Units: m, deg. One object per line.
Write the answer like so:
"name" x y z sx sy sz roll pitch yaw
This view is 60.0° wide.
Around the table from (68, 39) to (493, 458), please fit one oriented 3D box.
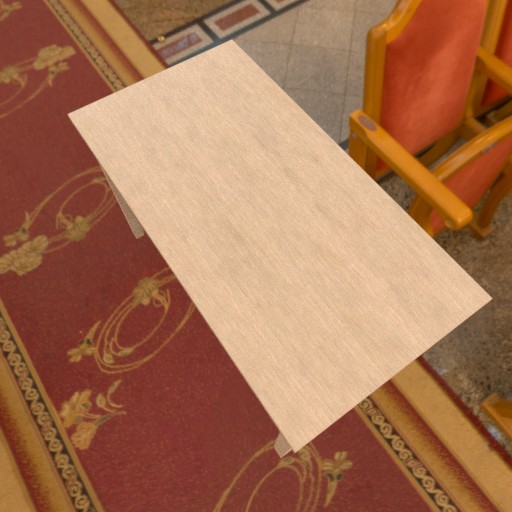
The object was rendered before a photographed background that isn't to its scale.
"table" 0.000 0.000 1.862 0.729 0.874 1.397 -32 67 -15
